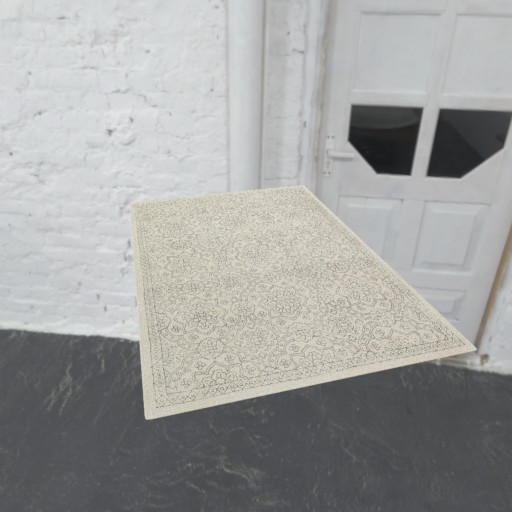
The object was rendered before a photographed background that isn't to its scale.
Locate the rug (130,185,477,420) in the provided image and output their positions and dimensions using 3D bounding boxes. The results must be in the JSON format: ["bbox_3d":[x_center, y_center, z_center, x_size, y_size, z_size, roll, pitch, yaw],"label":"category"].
[{"bbox_3d":[0.000,0.000,2.858,1.524,0.011,2.286,-8,30,-13],"label":"rug"}]
